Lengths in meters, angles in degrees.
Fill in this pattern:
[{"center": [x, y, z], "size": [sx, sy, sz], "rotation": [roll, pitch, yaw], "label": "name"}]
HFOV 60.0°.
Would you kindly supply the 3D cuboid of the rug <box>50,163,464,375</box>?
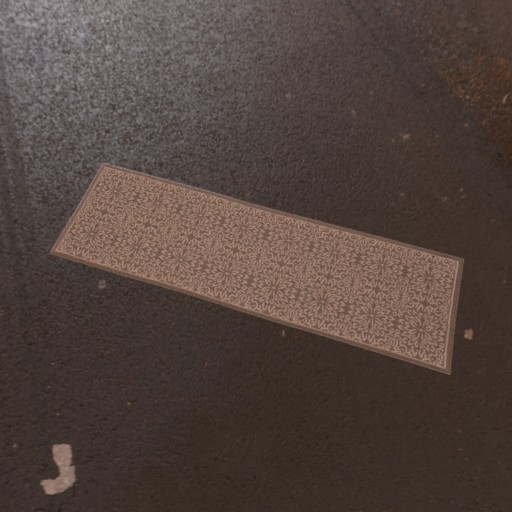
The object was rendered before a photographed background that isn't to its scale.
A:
[{"center": [0.000, 0.000, 2.449], "size": [2.196, 0.011, 0.662], "rotation": [16, 64, 8], "label": "rug"}]
